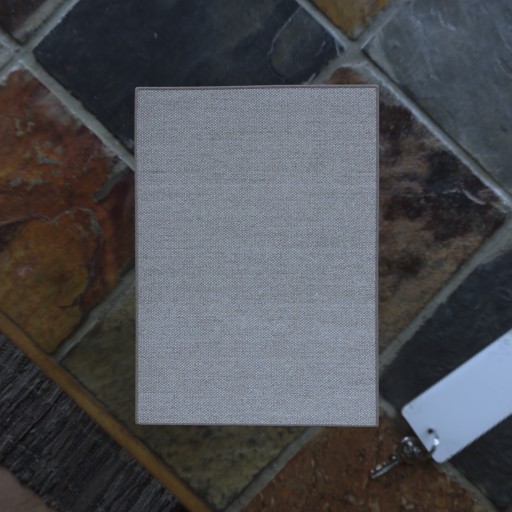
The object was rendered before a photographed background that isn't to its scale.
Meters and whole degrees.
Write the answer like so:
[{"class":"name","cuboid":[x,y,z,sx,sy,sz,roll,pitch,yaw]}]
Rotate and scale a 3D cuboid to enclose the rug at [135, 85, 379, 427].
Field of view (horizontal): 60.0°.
[{"class":"rug","cuboid":[0.000,0.000,2.751,1.517,0.013,2.115,0,90,1]}]
